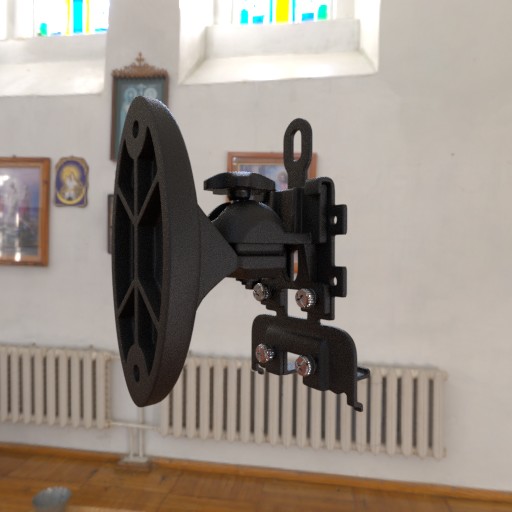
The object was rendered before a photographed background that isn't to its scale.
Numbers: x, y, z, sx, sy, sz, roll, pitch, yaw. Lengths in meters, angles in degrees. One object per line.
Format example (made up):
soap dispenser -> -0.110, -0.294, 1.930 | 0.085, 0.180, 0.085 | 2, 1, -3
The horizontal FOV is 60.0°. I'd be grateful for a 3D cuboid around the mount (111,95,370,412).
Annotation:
mount -> 0.000, 0.000, 0.179 | 0.100, 0.118, 0.066 | -1, 1, -36
